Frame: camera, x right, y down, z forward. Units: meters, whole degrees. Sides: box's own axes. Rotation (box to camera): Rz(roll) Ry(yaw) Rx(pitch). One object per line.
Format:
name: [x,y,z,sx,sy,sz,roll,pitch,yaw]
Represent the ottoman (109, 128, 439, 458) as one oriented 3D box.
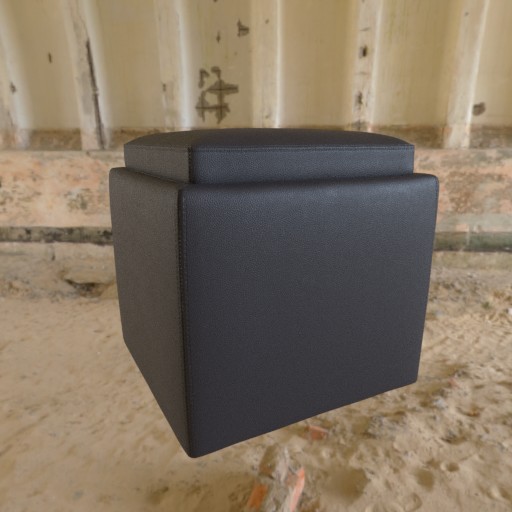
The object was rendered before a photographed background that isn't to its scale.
ottoman: [0.000,0.000,0.833,0.451,0.460,0.450,-8,17,-27]
